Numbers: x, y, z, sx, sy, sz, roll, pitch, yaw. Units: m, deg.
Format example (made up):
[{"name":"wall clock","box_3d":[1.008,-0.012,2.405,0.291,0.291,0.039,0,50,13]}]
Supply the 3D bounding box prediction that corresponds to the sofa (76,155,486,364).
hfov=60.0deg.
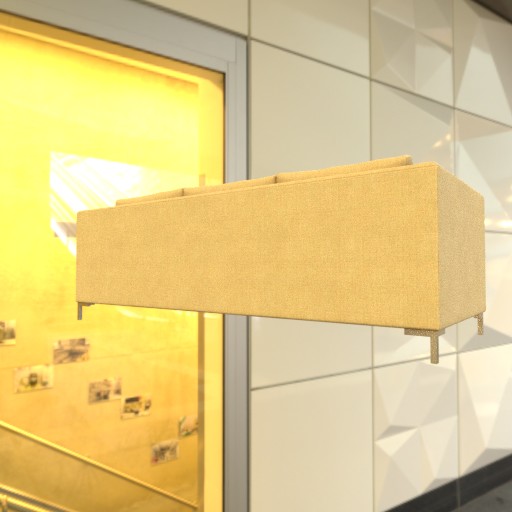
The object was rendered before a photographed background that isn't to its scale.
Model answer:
[{"name":"sofa","box_3d":[0.000,0.000,2.750,2.415,0.867,0.969,-1,-2,37]}]
